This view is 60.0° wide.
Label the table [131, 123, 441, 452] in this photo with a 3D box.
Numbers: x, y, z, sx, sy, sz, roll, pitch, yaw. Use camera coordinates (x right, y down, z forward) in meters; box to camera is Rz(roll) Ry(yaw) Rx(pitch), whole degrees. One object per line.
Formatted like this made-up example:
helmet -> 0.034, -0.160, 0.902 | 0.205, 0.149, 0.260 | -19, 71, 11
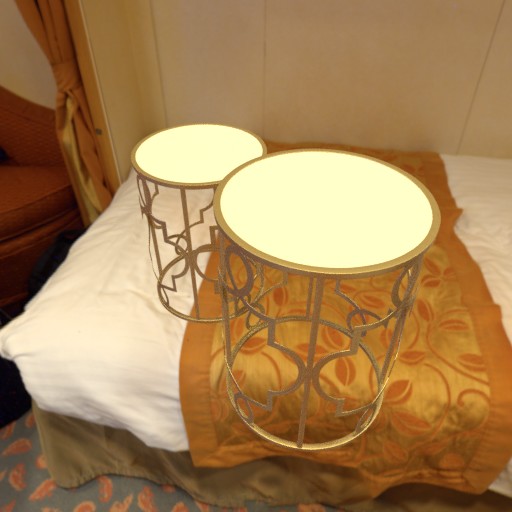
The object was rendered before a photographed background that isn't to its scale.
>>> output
table -> 0.000, 0.000, 1.150 | 0.420, 0.564, 0.846 | -26, 46, -28
